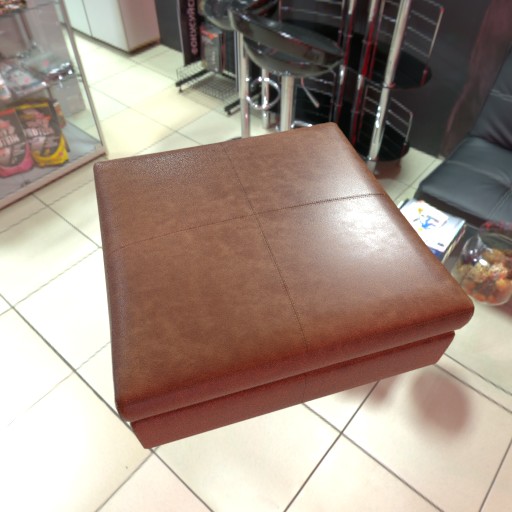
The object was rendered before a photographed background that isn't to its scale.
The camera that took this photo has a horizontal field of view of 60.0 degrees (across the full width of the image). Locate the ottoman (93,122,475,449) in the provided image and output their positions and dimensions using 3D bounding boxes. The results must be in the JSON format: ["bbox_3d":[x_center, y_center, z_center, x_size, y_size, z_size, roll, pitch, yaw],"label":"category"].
[{"bbox_3d":[0.000,0.000,1.826,1.168,0.483,1.169,-13,50,-11],"label":"ottoman"}]
